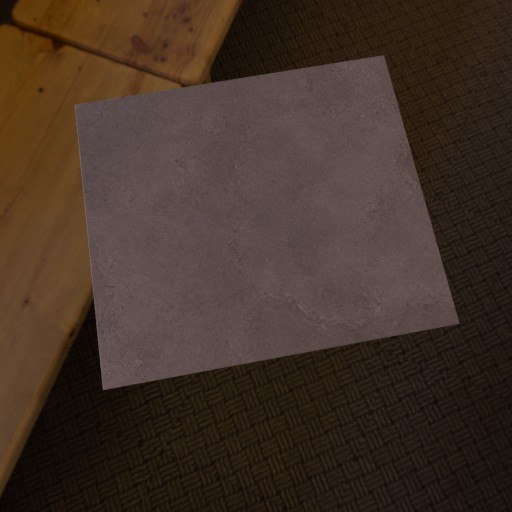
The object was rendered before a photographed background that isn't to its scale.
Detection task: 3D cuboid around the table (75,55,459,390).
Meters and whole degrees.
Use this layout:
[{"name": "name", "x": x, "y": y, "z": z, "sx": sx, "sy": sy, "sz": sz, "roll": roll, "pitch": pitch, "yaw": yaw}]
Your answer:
[{"name": "table", "x": 0.000, "y": 0.000, "z": 1.551, "sx": 0.800, "sy": 1.020, "sz": 0.700, "roll": -10, "pitch": 77, "yaw": -2}]
